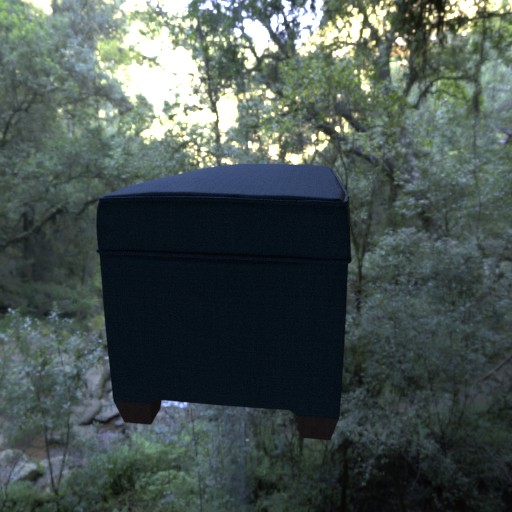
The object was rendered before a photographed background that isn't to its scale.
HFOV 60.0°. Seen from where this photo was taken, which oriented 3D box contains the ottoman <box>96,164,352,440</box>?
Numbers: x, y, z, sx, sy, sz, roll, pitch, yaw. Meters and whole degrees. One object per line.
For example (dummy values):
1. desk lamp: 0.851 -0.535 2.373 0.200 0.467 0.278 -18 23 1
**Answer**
1. ottoman: 0.000 0.000 1.225 0.474 0.474 0.943 2 15 7
